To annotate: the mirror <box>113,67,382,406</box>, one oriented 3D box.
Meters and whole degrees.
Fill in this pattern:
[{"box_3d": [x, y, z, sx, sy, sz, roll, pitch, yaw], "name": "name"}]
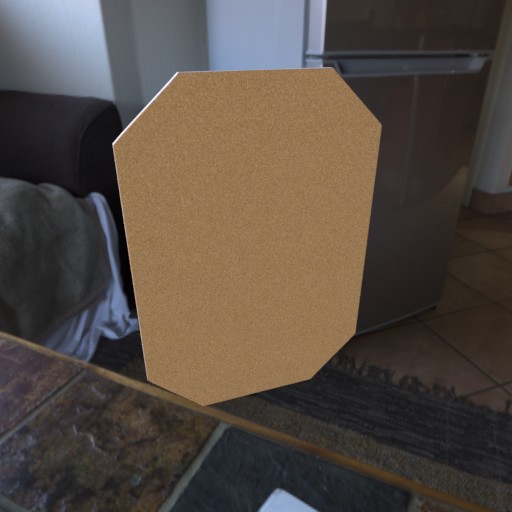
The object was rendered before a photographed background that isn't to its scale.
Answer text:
[{"box_3d": [0.000, 0.000, 1.302, 0.709, 1.015, 0.061, -9, 29, -17], "name": "mirror"}]
